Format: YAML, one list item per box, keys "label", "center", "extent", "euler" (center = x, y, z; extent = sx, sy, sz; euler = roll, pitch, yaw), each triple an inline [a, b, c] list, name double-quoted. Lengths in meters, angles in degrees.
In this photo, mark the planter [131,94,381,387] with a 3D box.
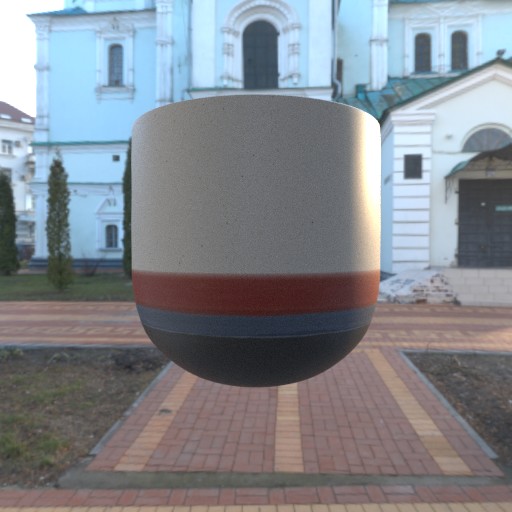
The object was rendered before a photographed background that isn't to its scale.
- label: "planter"
  center: [0.000, 0.000, 0.496]
  extent: [0.268, 0.270, 0.268]
  euler: [0, 1, 0]
